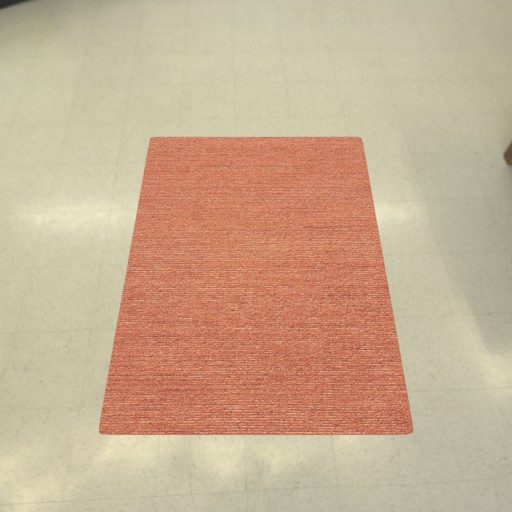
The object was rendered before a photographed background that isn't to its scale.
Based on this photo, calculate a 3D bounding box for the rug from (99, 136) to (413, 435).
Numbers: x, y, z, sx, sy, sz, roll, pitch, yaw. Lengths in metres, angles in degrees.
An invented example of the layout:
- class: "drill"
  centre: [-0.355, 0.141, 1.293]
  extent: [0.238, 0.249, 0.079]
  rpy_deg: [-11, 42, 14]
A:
- class: "rug"
  centre: [0.000, 0.000, 2.781]
  extent: [1.594, 0.009, 2.112]
  rpy_deg: [0, 58, 0]
